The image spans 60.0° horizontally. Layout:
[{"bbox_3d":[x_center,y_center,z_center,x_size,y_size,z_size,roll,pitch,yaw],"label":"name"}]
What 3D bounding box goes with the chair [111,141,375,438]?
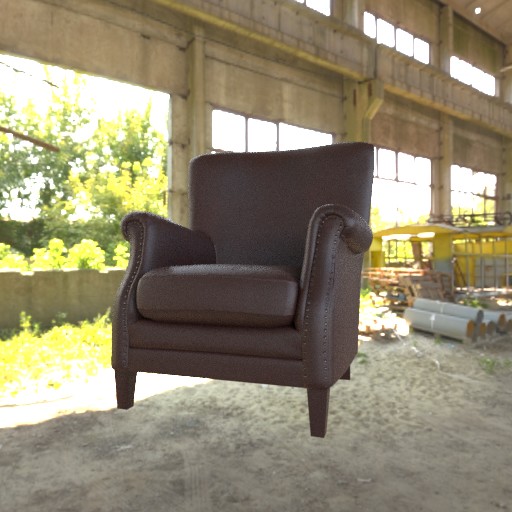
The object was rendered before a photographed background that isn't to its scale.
[{"bbox_3d":[0.000,0.000,1.365,0.700,0.800,0.746,0,0,18],"label":"chair"}]
